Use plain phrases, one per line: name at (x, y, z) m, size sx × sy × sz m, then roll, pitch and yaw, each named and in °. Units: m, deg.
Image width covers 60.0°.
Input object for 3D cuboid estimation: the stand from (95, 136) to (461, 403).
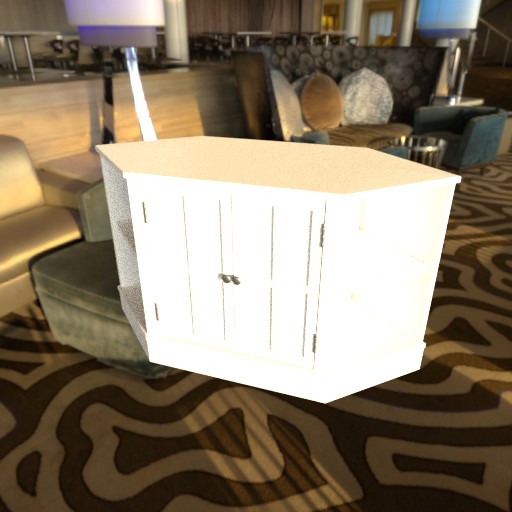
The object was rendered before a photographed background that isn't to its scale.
stand at (0.000, 0.000, 1.386) m, size 1.072 × 0.614 × 0.477 m, roll 9°, pitch 28°, yaw 16°
